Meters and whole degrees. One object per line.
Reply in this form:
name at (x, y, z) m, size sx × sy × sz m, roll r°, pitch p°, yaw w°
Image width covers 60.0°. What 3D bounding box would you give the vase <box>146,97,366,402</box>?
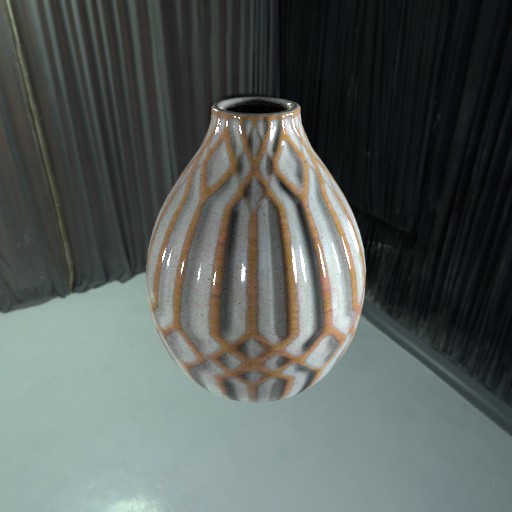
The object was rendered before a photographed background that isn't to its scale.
vase at (0.000, 0.000, 0.265) m, size 0.131 × 0.175 × 0.131 m, roll 0°, pitch 30°, yaw 0°
